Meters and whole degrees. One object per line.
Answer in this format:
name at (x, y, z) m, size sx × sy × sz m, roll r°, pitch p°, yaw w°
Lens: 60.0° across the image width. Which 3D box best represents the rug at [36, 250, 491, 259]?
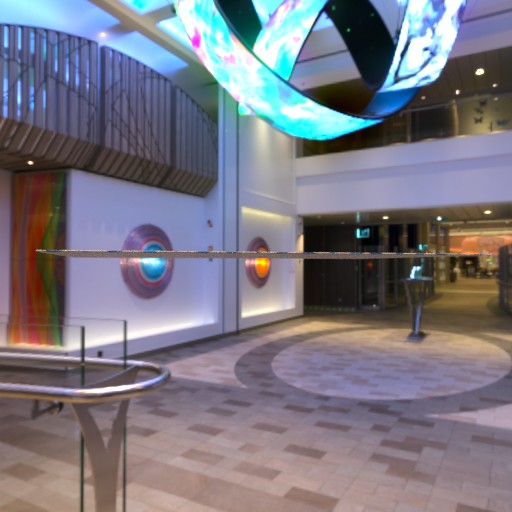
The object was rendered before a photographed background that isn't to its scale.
rug at (0.000, 0.000, 2.995) m, size 2.439 × 0.008 × 1.531 m, roll 0°, pitch -1°, yaw -16°
